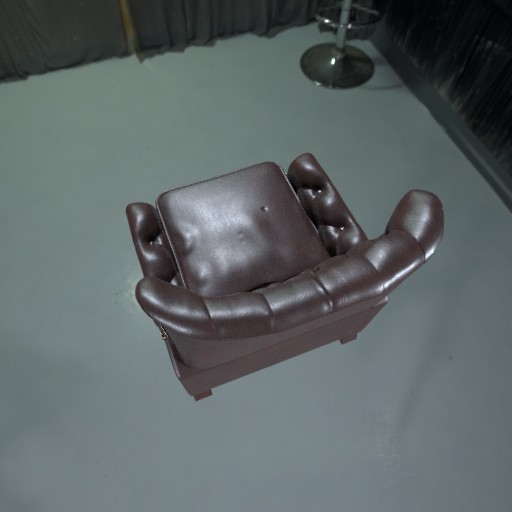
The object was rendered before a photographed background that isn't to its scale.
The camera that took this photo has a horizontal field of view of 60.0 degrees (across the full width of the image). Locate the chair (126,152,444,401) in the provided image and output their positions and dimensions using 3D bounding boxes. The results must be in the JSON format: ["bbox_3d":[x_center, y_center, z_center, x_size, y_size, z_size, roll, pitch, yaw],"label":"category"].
[{"bbox_3d":[0.000,0.000,1.420,0.709,0.864,0.823,-18,60,-11],"label":"chair"}]
